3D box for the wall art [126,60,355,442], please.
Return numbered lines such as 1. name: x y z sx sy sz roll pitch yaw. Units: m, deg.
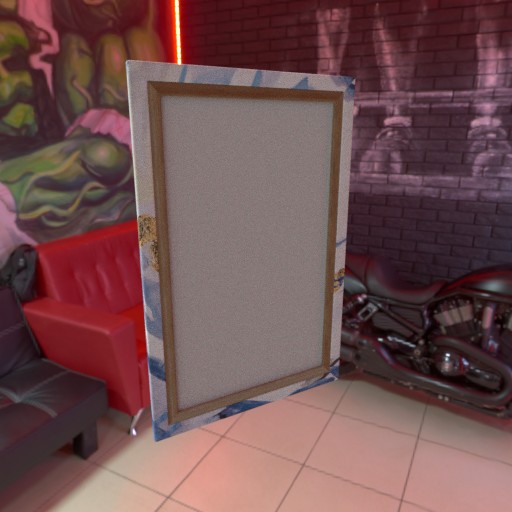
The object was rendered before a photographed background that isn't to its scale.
1. wall art: 0.000 0.000 1.172 0.610 0.914 0.016 -9 18 -29
